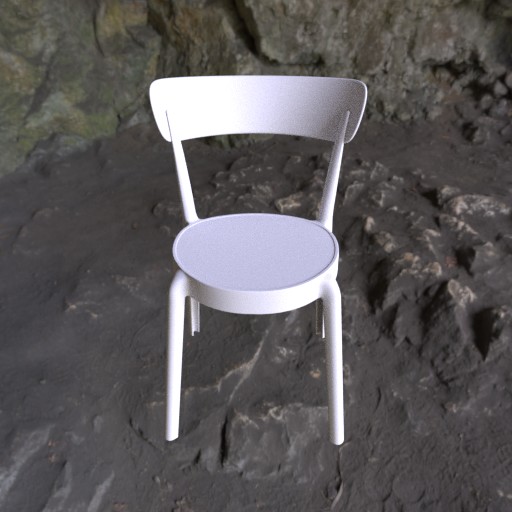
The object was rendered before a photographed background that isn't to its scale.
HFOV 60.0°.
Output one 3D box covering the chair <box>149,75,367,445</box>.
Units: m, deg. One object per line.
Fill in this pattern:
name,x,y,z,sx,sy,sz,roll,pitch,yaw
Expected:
chair,0.000,0.000,1.115,0.506,0.790,0.491,1,30,1
